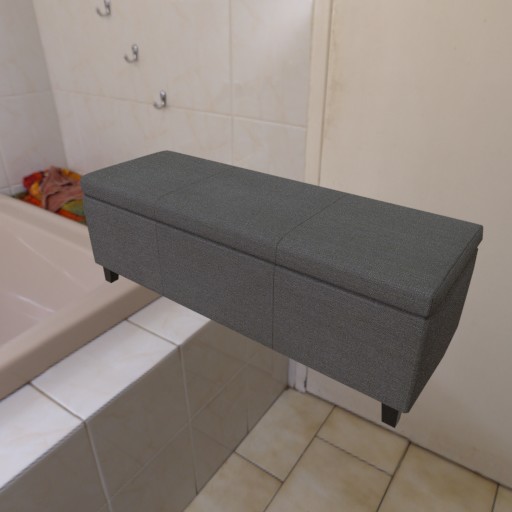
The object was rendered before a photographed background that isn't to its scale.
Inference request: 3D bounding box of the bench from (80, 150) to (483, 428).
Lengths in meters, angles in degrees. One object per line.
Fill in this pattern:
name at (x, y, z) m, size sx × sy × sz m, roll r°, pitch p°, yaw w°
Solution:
bench at (0.000, 0.000, 1.483) m, size 1.269 × 0.438 × 0.446 m, roll 20°, pitch 35°, yaw 31°
